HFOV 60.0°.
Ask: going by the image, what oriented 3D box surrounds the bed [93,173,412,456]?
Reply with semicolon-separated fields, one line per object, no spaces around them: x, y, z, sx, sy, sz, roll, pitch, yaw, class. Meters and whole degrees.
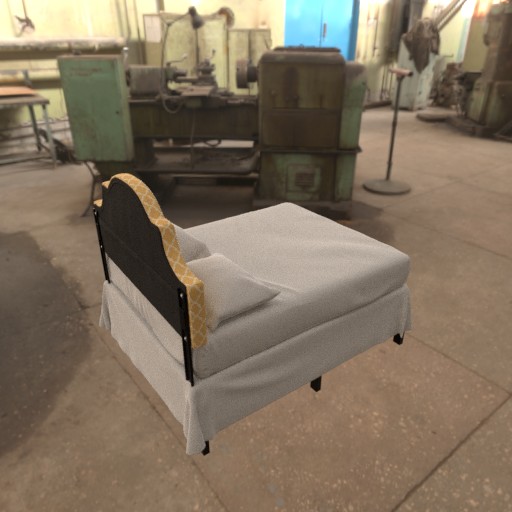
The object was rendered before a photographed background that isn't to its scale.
0.000;0.000;3.544;2.222;1.633;1.780;-18;32;-31;bed
